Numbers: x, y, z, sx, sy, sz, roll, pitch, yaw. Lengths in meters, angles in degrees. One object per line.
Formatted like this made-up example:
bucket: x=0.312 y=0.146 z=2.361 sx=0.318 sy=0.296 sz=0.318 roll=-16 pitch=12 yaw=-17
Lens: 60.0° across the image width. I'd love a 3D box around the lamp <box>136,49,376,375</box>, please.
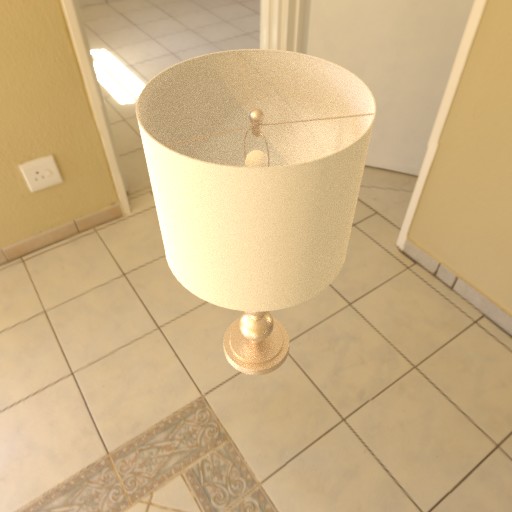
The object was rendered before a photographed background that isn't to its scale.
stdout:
lamp: x=0.000 y=0.000 z=0.710 sx=0.277 sy=0.538 sz=0.277 roll=-35 pitch=56 yaw=-28
